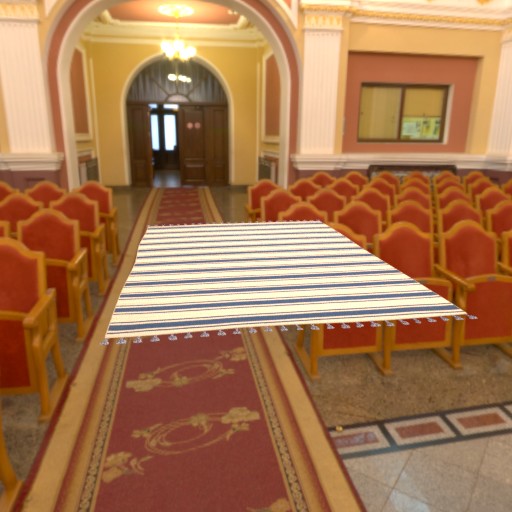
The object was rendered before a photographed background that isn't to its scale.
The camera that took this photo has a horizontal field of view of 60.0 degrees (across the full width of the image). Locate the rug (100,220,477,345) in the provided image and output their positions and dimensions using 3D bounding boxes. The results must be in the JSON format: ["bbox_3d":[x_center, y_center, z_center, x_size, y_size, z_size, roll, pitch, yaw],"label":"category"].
[{"bbox_3d":[0.000,0.000,2.854,1.544,0.010,2.315,-2,15,-9],"label":"rug"}]
